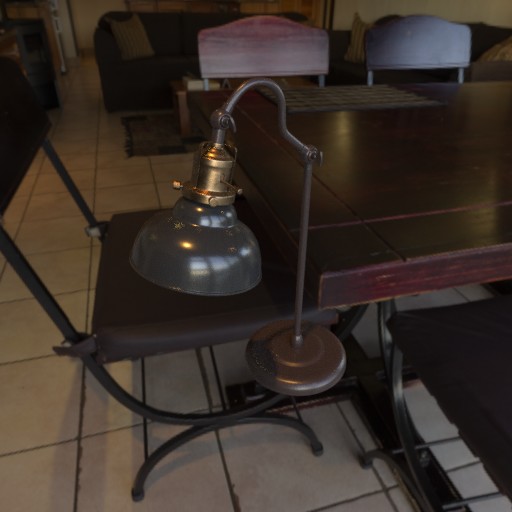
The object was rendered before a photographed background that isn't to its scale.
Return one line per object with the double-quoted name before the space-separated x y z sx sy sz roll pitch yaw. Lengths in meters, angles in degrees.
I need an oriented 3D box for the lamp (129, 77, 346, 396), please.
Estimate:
"lamp" 0.000 0.000 0.672 0.374 0.508 0.192 -19 36 -29
